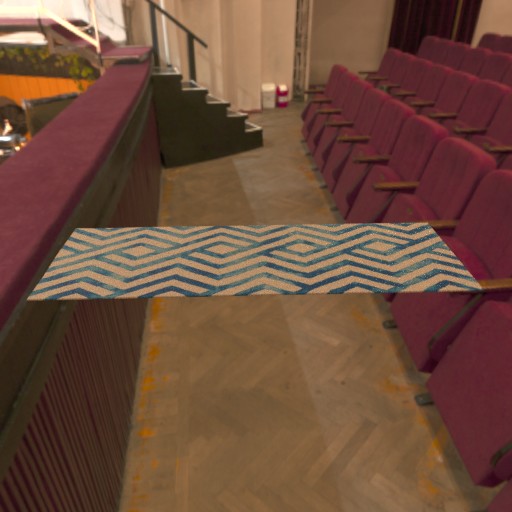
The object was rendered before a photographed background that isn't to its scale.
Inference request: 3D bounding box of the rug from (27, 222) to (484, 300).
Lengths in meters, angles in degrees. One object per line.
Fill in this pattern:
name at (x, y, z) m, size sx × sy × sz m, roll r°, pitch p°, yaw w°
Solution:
rug at (0.000, 0.000, 1.660) m, size 1.492 × 0.007 × 0.503 m, roll -1°, pitch 31°, yaw -2°
